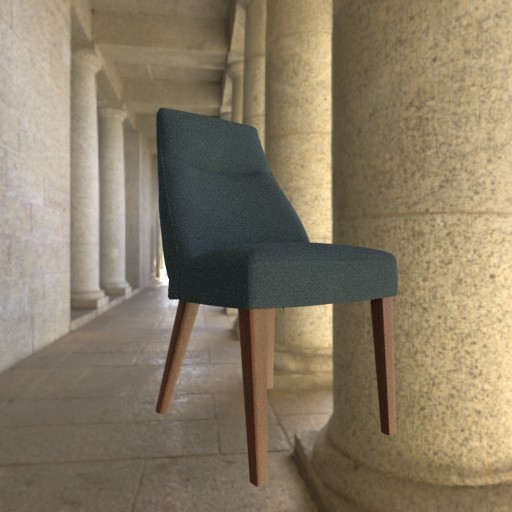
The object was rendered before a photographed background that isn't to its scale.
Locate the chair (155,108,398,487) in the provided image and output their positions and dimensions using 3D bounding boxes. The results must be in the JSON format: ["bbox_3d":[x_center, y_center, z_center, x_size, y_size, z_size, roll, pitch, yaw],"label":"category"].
[{"bbox_3d":[0.000,0.000,1.269,0.500,0.930,0.620,0,0,-36],"label":"chair"}]
